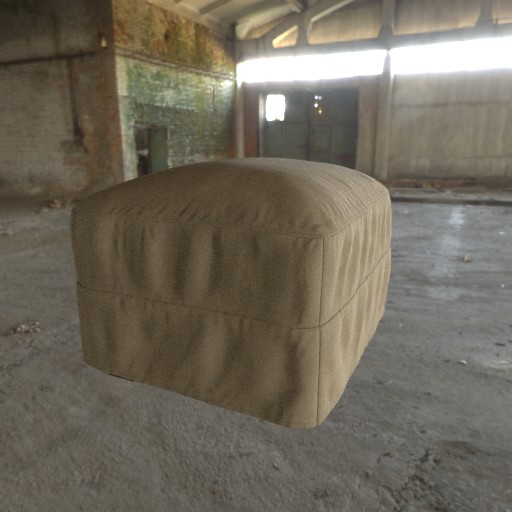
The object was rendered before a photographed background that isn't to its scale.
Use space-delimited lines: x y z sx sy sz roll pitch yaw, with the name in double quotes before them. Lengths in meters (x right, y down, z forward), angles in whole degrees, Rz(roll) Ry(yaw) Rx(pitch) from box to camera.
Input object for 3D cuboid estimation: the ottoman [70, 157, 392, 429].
"ottoman" 0.000 0.000 1.108 0.584 0.480 0.712 6 15 25
